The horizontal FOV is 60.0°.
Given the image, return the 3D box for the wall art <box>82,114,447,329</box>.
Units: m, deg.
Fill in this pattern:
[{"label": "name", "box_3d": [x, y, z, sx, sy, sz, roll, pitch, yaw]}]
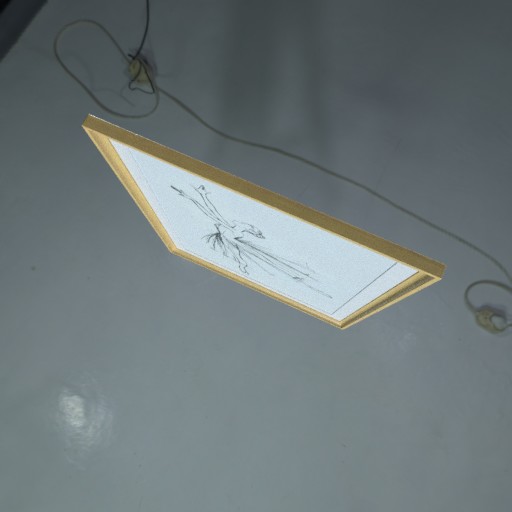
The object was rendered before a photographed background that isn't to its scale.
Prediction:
[{"label": "wall art", "box_3d": [0.000, 0.000, 1.382, 0.798, 1.002, 0.030, 24, 76, 6]}]
